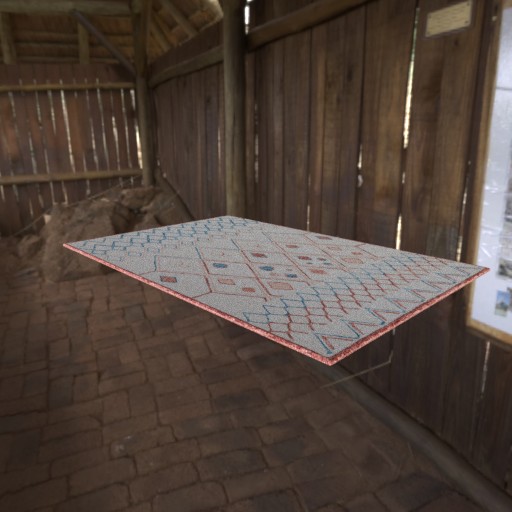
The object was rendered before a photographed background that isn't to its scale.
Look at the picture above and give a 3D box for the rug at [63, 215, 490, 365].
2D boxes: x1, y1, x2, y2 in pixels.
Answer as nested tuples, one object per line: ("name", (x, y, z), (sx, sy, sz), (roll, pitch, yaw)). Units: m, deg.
("rug", (0.000, 0.000, 2.249), (1.219, 0.016, 1.829), (-15, 22, -42))
